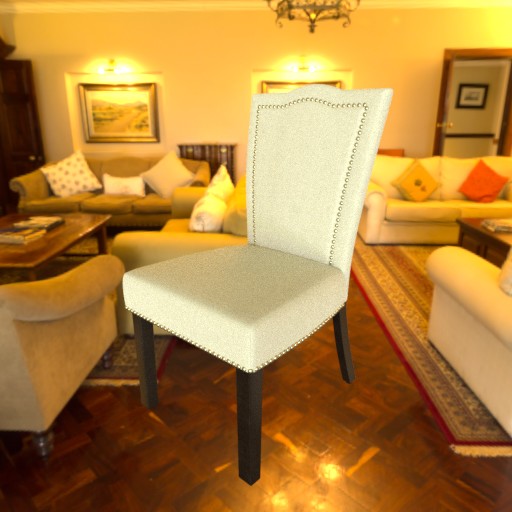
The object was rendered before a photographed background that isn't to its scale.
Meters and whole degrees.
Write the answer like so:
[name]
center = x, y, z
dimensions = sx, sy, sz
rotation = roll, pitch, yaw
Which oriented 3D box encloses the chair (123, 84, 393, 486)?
[chair]
center = 0.000, 0.000, 1.272
dimensions = 0.518, 0.946, 0.589
rotation = 16, 23, 41
